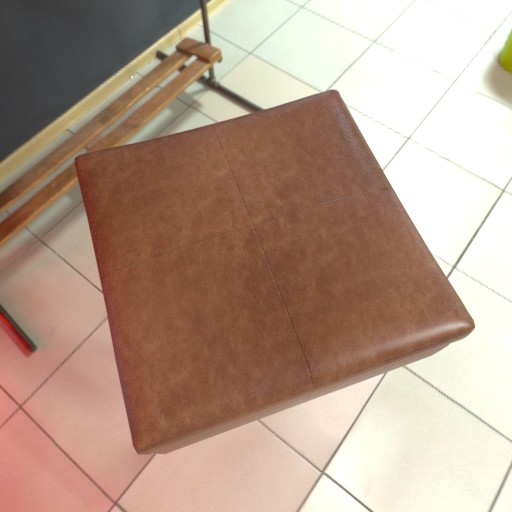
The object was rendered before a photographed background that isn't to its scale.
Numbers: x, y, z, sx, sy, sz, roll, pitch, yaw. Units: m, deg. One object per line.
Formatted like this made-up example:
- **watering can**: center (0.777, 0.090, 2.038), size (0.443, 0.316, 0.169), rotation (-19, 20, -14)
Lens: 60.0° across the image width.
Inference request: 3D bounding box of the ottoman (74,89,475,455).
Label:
- **ottoman**: center (0.000, 0.000, 1.783), size (1.169, 0.483, 1.168), rotation (-17, 65, -8)
